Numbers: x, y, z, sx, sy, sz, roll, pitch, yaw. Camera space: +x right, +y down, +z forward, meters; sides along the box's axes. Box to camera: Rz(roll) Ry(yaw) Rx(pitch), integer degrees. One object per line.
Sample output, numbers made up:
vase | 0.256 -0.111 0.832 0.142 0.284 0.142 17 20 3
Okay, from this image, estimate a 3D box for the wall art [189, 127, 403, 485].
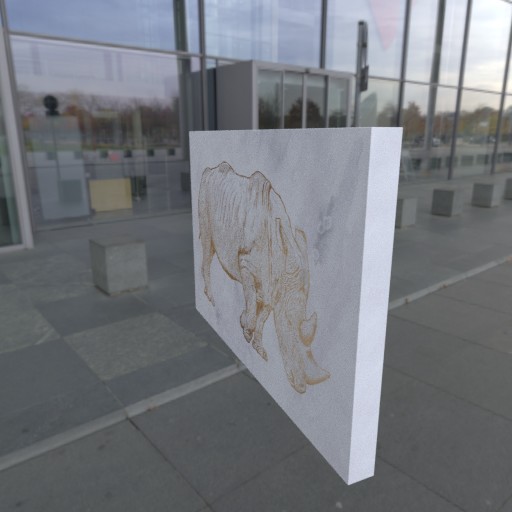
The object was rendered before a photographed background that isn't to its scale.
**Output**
wall art | 0.000 0.000 0.746 0.038 0.407 0.609 -7 17 -24
